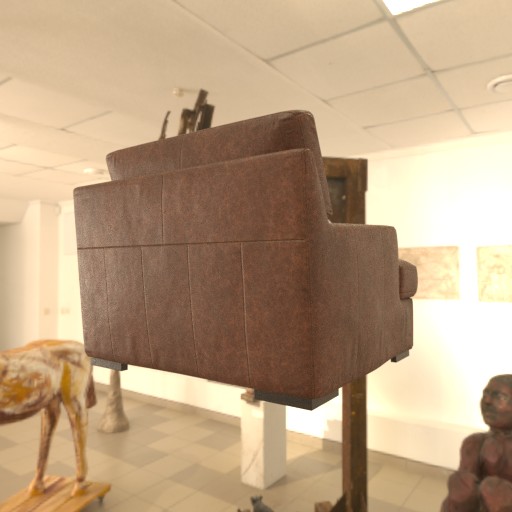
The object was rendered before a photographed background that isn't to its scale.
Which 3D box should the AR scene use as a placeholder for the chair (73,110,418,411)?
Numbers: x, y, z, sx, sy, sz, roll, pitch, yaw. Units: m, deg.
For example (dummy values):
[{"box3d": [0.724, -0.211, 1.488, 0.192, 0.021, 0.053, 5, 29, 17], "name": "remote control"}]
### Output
[{"box3d": [0.000, 0.000, 2.000, 1.168, 0.939, 1.143, -1, -2, 35], "name": "chair"}]
